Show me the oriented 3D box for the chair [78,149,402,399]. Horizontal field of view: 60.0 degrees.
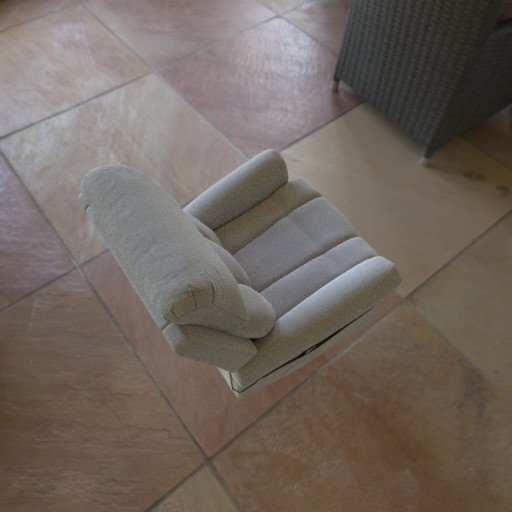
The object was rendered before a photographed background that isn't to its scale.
[{"bbox_3d":[0.000,0.000,1.776,0.979,1.031,0.871,-31,62,-18],"label":"chair"}]
